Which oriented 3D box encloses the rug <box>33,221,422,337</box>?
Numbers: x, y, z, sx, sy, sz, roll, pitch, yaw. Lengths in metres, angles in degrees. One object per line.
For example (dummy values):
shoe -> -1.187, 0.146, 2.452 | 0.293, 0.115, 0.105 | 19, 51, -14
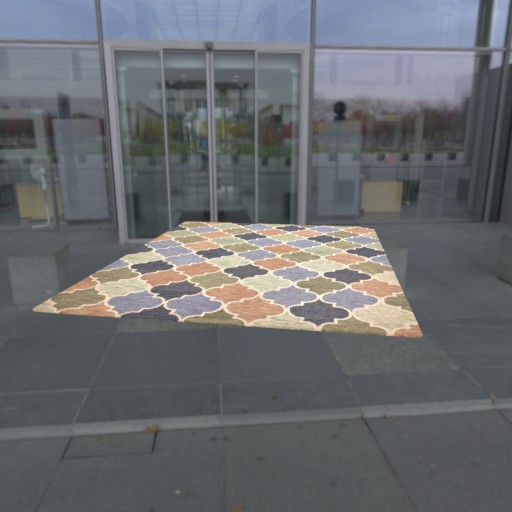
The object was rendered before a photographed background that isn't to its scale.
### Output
rug -> 0.000, 0.000, 4.207 | 2.439, 0.013, 3.200 | 2, 15, 9
